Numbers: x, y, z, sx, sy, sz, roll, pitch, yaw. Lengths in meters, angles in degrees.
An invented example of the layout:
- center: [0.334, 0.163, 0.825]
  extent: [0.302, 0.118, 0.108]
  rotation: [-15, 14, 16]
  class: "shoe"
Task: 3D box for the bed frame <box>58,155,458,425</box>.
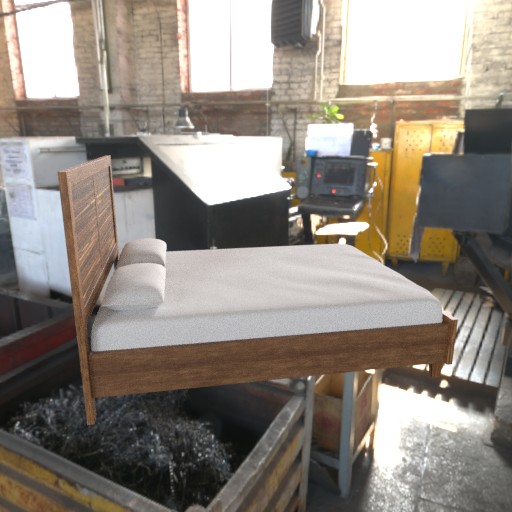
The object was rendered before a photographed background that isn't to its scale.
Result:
- center: [0.000, 0.000, 3.332]
  extent: [2.276, 1.417, 1.696]
  rotation: [-3, 16, -10]
  class: "bed frame"
